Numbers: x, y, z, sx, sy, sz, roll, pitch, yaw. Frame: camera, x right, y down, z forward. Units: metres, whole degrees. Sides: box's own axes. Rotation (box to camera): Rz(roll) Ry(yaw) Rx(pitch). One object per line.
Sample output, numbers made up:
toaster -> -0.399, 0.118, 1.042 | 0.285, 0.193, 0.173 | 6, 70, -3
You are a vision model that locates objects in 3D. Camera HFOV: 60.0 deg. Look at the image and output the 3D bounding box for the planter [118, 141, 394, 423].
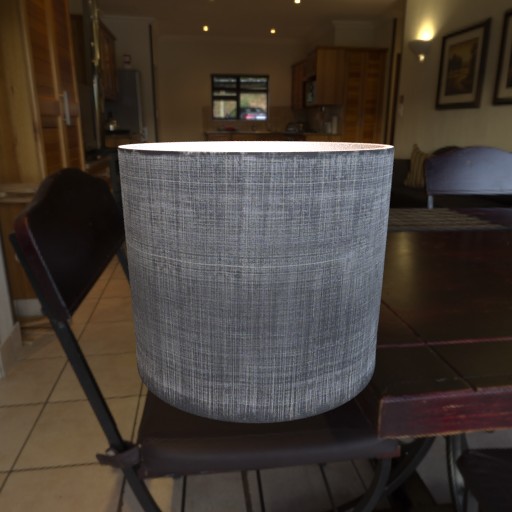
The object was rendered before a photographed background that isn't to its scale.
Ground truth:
planter -> 0.000, 0.000, 0.455 | 0.254, 0.221, 0.254 | 0, 16, 0
